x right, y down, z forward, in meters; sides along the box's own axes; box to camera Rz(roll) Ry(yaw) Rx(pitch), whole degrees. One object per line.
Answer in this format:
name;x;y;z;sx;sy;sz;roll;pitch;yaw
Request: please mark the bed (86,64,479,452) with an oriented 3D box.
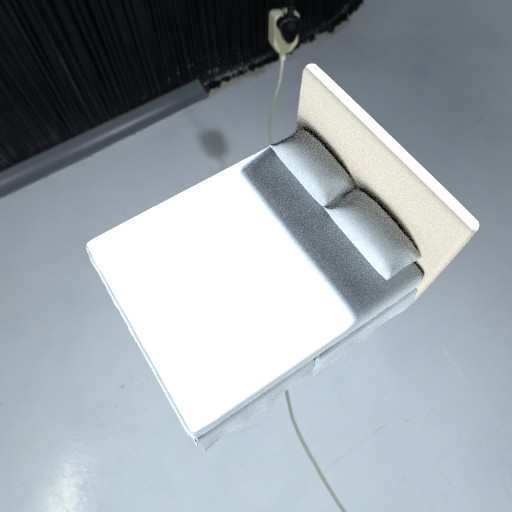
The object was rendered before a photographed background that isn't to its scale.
bed;0.000;0.000;3.262;2.142;1.330;1.748;-31;67;-14
